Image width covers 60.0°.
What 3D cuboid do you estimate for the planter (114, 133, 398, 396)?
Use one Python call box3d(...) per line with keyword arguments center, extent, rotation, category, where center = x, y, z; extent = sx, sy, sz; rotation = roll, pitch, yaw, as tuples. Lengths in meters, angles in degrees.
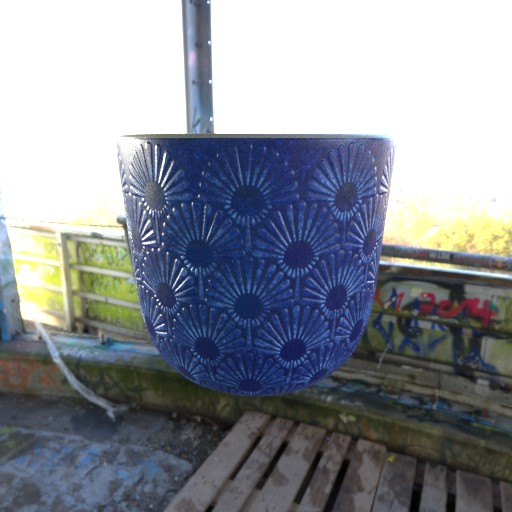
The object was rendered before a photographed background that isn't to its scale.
box3d(center=(0.000, 0.000, 0.361), extent=(0.206, 0.190, 0.206), rotation=(0, 15, 0), category="planter")
